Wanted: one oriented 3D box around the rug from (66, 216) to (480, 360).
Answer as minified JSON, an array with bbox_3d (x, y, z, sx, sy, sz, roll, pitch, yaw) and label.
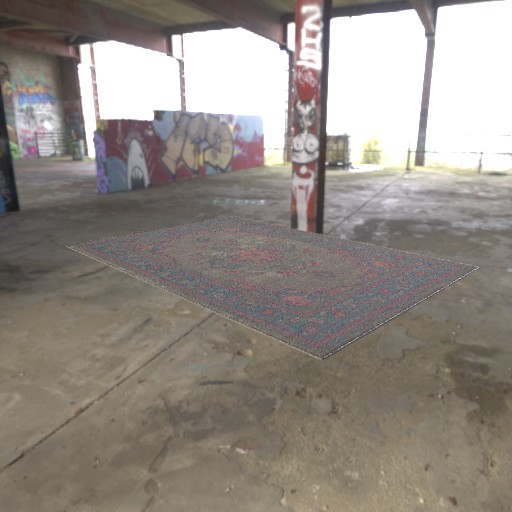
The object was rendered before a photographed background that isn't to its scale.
[{"bbox_3d":[0.000,0.000,3.722,2.005,0.013,2.890,-16,22,-43],"label":"rug"}]
